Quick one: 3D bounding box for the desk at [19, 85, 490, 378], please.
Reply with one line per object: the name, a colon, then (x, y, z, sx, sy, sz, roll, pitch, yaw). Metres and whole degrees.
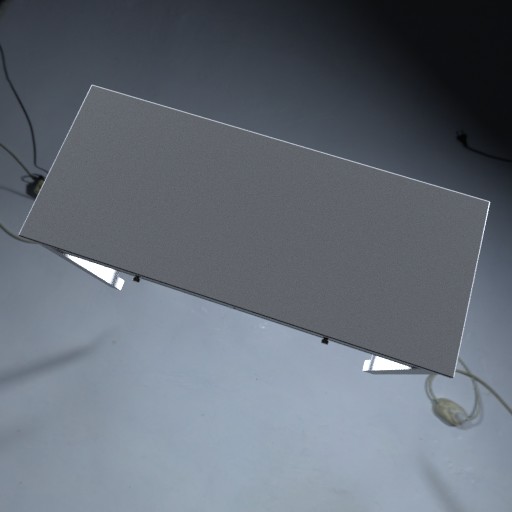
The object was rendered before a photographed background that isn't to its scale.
desk: (0.000, 0.000, 1.573, 1.191, 0.762, 0.504, 18, 76, 5)
